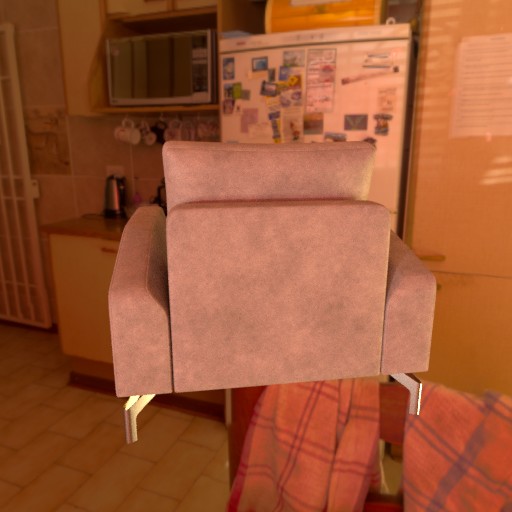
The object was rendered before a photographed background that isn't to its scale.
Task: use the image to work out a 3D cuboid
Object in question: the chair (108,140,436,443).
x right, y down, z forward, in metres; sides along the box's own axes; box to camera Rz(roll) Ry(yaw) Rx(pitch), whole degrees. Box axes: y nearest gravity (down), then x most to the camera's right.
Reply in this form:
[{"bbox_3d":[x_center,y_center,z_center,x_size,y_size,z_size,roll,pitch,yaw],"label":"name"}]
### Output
[{"bbox_3d":[0.000,0.000,1.599,0.900,0.800,0.900,-2,14,-9],"label":"chair"}]
